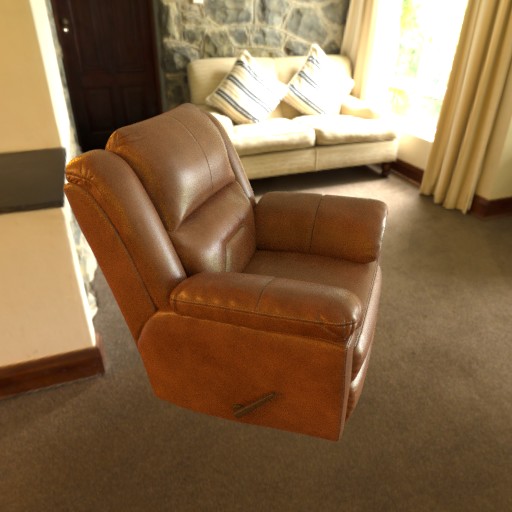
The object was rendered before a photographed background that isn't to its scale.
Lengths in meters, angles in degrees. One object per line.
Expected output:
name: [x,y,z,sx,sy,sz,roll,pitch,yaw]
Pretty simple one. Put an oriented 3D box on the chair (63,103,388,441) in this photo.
chair: [0.000,0.000,1.852,1.041,1.093,0.990,10,31,18]
